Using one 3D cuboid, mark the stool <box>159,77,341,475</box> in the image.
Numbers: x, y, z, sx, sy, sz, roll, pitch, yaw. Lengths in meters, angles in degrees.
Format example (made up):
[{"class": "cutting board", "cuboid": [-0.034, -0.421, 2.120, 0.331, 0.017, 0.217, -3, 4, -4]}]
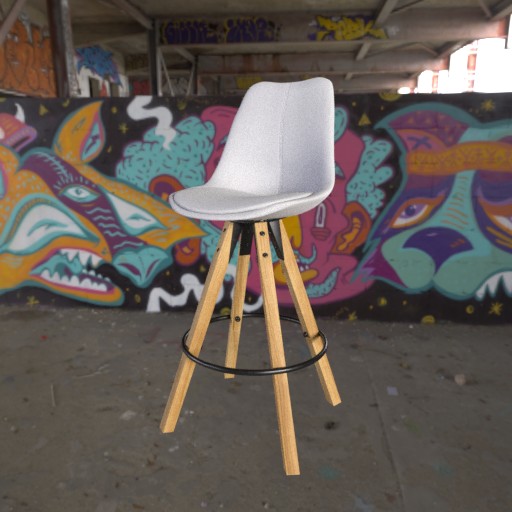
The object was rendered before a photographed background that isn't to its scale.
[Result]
[{"class": "stool", "cuboid": [0.000, 0.000, 1.394, 0.484, 1.115, 0.550, 6, 14, 26]}]
